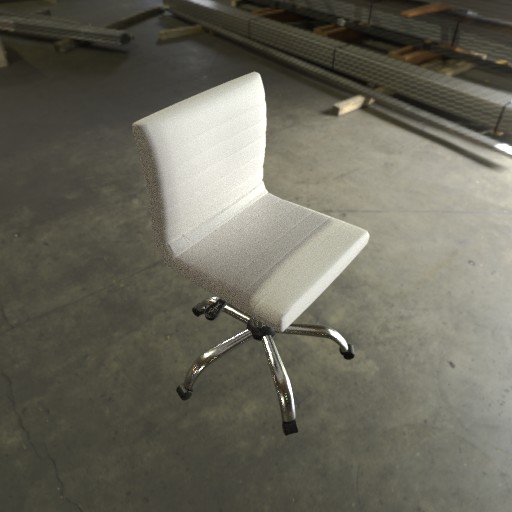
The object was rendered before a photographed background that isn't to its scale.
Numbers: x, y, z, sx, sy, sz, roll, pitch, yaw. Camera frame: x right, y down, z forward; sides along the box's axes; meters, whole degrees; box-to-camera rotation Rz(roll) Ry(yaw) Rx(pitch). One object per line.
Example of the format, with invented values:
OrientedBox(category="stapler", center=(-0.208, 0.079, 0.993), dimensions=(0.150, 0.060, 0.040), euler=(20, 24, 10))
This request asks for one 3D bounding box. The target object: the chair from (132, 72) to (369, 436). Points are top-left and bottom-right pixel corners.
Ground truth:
OrientedBox(category="chair", center=(0.000, 0.000, 1.152), dimensions=(0.530, 0.780, 0.556), euler=(27, 48, 28))
